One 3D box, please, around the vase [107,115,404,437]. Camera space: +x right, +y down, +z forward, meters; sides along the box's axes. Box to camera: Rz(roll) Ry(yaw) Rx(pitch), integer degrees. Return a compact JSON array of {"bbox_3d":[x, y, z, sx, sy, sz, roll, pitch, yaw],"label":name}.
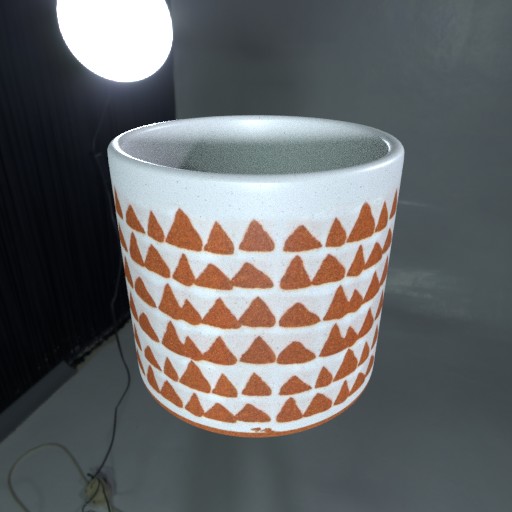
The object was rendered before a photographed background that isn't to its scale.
[{"bbox_3d":[0.000,0.000,0.239,0.137,0.127,0.137,0,26,0],"label":"vase"}]
